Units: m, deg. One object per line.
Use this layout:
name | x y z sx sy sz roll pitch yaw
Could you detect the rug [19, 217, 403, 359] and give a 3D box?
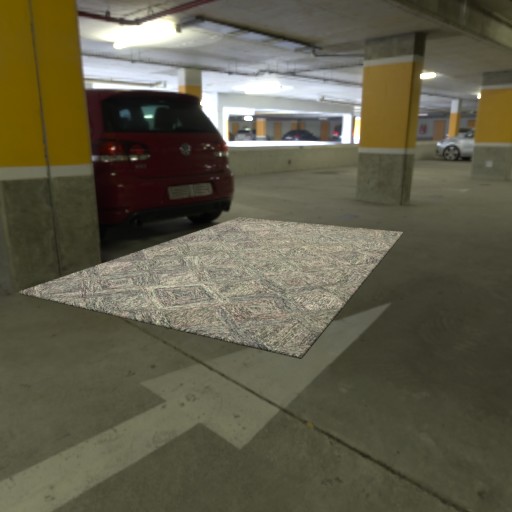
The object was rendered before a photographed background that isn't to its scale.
rug | 0.000 0.000 2.882 1.501 0.017 2.298 7 17 25
